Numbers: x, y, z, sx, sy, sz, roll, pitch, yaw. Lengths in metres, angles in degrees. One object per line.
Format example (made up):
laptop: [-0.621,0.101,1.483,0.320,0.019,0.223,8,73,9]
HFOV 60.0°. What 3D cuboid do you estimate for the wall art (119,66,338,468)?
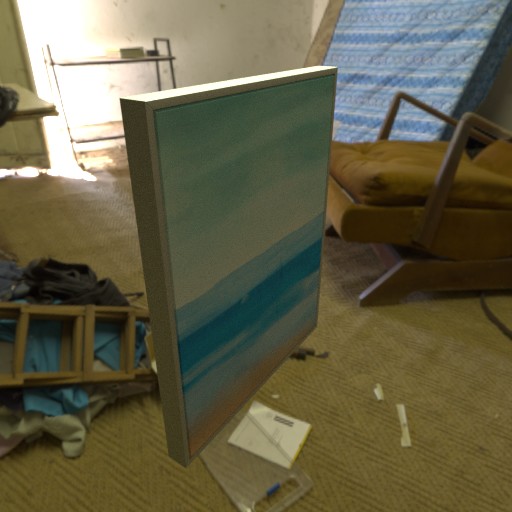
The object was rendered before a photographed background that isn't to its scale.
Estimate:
wall art: [0.000,0.000,0.741,0.039,0.553,0.445,18,33,30]
